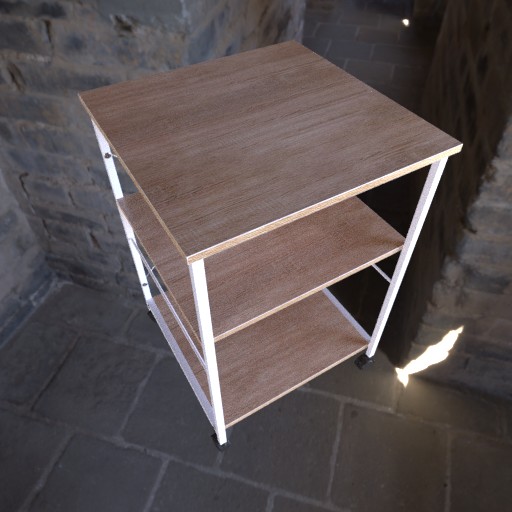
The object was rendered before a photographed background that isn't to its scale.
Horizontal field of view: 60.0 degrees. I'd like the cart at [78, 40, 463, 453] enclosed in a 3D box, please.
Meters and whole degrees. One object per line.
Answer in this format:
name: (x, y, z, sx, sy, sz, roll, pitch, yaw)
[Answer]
cart: (0.000, 0.000, 1.103, 0.521, 0.762, 0.520, -24, 51, -20)
